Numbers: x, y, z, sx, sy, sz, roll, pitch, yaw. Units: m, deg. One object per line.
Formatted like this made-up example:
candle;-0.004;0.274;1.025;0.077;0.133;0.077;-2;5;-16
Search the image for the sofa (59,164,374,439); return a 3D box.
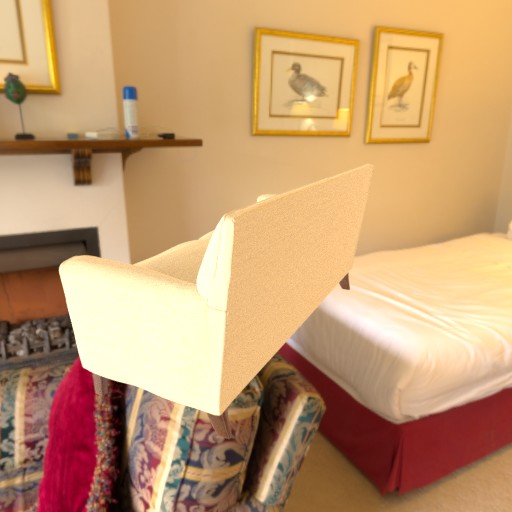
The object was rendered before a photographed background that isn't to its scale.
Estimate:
sofa;0.000;0.000;2.485;0.841;0.907;2.001;8;18;25
